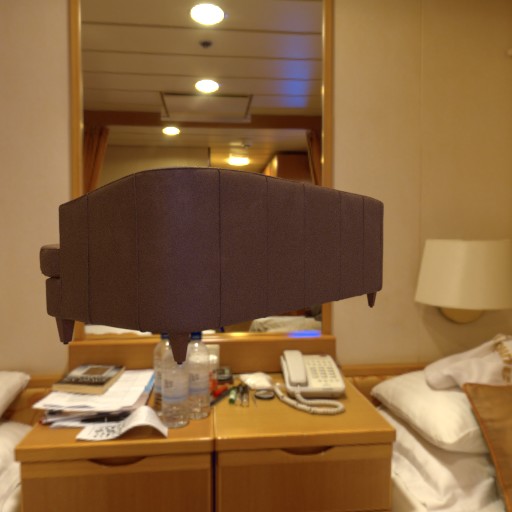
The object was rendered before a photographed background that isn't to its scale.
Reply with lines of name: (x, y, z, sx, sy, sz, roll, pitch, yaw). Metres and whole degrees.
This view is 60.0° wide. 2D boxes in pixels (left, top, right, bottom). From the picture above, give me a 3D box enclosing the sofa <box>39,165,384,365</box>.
sofa: (0.000, 0.000, 2.681, 0.927, 0.787, 2.227, 1, 2, 37)
